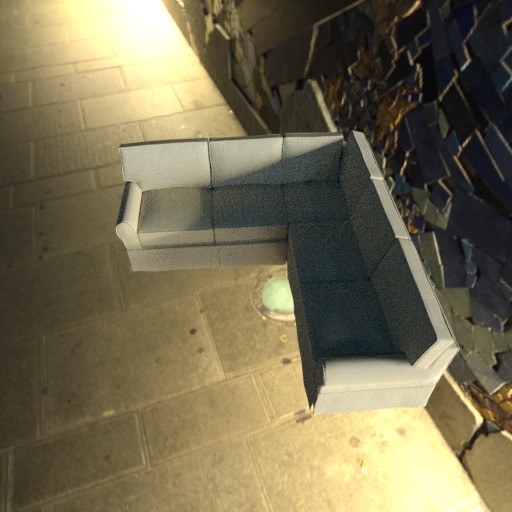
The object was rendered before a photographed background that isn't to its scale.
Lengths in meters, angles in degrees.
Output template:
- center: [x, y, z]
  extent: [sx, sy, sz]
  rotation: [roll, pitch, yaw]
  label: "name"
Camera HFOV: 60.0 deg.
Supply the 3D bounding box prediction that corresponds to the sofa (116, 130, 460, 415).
- center: [0.000, 0.000, 4.001]
  extent: [2.591, 1.070, 2.597]
  rotation: [-3, 47, -3]
  label: "sofa"
